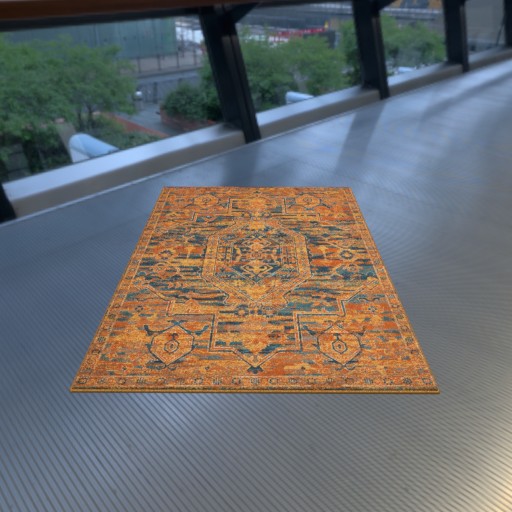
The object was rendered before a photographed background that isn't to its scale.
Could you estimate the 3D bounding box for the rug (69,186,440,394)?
[{"bbox_3d":[0.000,0.000,2.825,1.588,0.024,2.204,0,32,0],"label":"rug"}]
